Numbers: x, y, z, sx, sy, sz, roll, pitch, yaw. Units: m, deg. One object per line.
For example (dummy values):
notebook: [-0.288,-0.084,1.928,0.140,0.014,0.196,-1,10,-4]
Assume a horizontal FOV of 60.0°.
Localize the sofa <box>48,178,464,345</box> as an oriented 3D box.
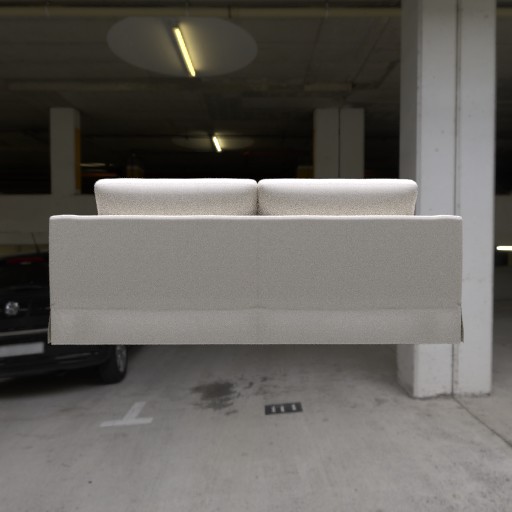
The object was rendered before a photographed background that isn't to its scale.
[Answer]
sofa: [0.000,0.000,2.741,2.163,0.881,0.954,0,2,0]
